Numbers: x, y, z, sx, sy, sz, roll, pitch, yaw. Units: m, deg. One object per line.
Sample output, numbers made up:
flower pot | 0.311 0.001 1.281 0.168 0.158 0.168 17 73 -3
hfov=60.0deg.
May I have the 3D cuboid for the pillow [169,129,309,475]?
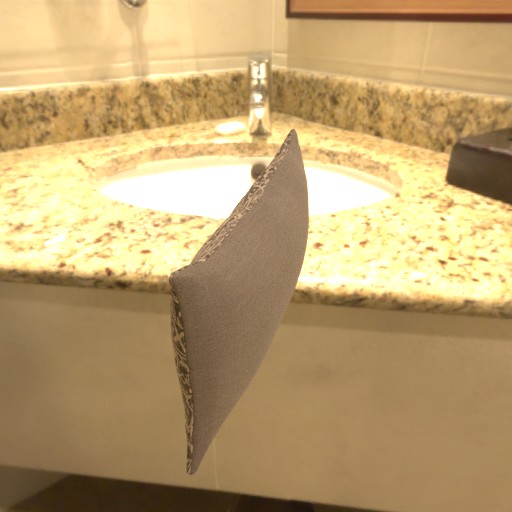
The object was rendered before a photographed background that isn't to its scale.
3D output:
pillow | 0.000 0.000 0.747 0.148 0.290 0.631 8 30 13
